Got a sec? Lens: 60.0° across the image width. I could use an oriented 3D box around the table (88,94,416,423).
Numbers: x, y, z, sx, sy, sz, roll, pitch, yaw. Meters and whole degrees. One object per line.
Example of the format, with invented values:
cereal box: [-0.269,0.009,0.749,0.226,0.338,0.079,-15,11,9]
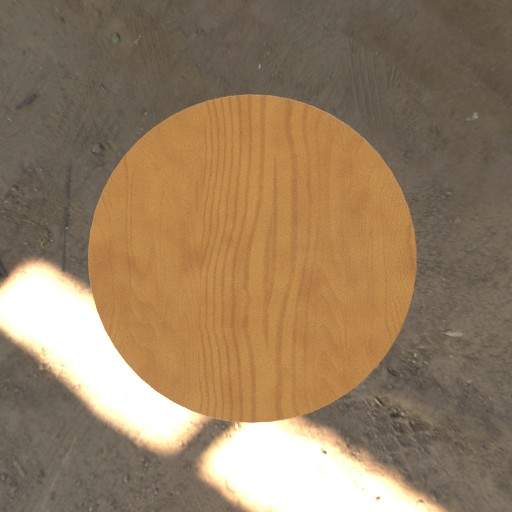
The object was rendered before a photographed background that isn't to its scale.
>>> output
table: [0.000,0.000,1.108,0.597,0.612,0.597,0,91,2]
